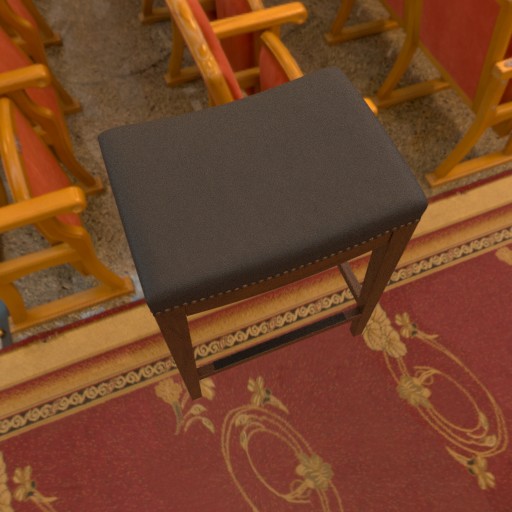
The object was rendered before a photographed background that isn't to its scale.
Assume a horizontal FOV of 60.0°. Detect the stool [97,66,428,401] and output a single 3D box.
[{"bbox_3d":[0.000,0.000,0.962,0.490,0.664,0.353,-19,65,-9],"label":"stool"}]
